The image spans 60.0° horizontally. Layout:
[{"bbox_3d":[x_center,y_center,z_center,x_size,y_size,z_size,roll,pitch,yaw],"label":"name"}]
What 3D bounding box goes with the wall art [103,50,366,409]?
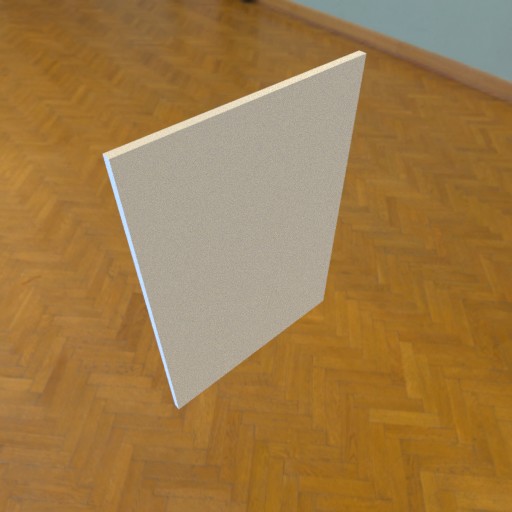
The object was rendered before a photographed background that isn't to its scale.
[{"bbox_3d":[0.000,0.000,0.702,0.381,0.533,0.013,-32,54,-27],"label":"wall art"}]
